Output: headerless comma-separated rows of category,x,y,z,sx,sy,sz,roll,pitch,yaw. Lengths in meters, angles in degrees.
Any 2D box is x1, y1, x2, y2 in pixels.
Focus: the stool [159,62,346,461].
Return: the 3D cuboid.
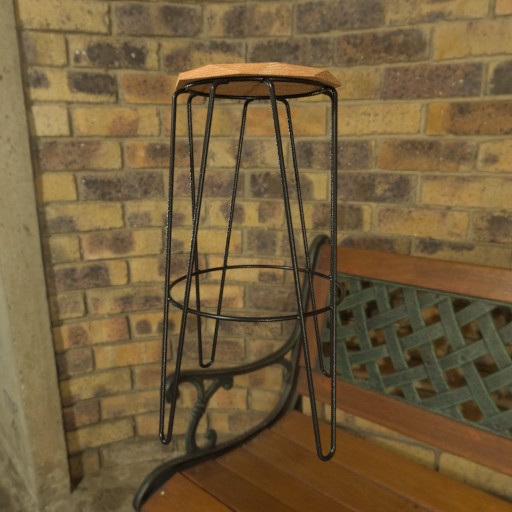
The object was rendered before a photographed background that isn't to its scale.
stool,0.000,0.000,0.803,0.326,0.610,0.326,2,13,9
